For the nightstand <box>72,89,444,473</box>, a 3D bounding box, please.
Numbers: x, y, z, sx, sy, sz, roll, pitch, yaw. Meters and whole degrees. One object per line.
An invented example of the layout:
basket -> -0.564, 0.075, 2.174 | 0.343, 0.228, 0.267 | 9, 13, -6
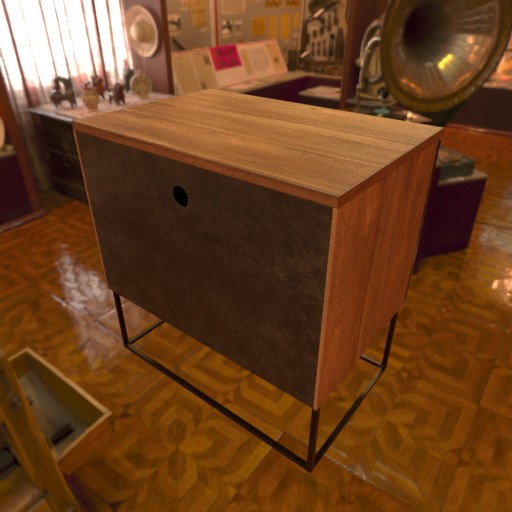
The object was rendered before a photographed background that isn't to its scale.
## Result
nightstand -> 0.000, 0.000, 1.029 | 0.605, 0.611, 0.427 | 22, 38, 32
